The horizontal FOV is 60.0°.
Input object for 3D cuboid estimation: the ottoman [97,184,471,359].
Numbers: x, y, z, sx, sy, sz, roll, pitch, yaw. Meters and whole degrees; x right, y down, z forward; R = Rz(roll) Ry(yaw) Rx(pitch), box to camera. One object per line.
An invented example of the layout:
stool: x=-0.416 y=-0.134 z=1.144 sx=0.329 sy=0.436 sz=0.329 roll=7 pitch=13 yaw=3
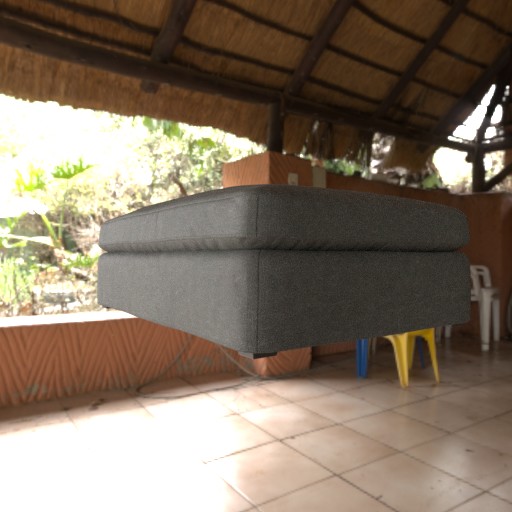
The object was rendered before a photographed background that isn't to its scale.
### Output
ottoman: x=0.000 y=0.000 z=1.605 sx=0.840 sy=0.429 sz=1.199 roll=0 pitch=0 yaw=-35
